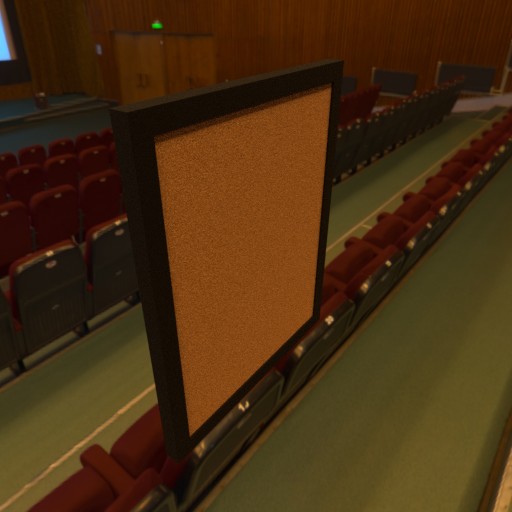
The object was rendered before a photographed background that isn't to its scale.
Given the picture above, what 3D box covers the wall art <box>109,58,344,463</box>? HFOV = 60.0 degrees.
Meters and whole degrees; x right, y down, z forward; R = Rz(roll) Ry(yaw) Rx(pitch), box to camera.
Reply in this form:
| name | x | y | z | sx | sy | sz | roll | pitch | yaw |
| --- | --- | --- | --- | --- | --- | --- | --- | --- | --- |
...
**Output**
| name | x | y | z | sx | sy | sz | roll | pitch | yaw |
| --- | --- | --- | --- | --- | --- | --- | --- | --- | --- |
| wall art | 0.000 | 0.000 | 0.740 | 0.029 | 0.559 | 0.457 | 21 | 37 | 31 |
